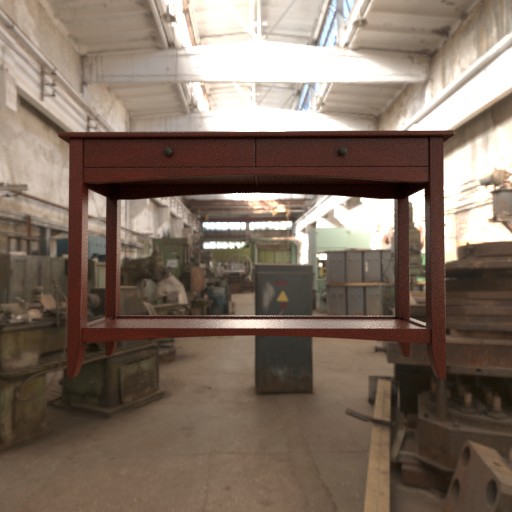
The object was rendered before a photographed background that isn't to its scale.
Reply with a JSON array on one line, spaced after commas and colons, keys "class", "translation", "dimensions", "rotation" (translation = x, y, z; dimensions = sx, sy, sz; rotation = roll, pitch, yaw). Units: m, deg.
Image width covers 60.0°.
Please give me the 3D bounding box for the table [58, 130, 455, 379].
[{"class": "table", "translation": [0.000, 0.000, 1.510], "dimensions": [1.188, 0.739, 0.392], "rotation": [0, -2, 1]}]
